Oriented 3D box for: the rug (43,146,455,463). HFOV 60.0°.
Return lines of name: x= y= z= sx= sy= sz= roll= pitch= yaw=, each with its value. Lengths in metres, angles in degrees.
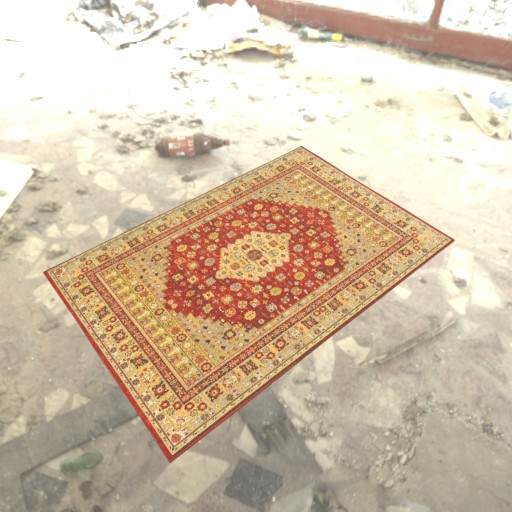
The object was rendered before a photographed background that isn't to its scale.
rug: x=0.000 y=0.000 z=2.313 sx=1.802 sy=0.013 sz=1.194 roll=-31 pitch=54 yaw=-26
